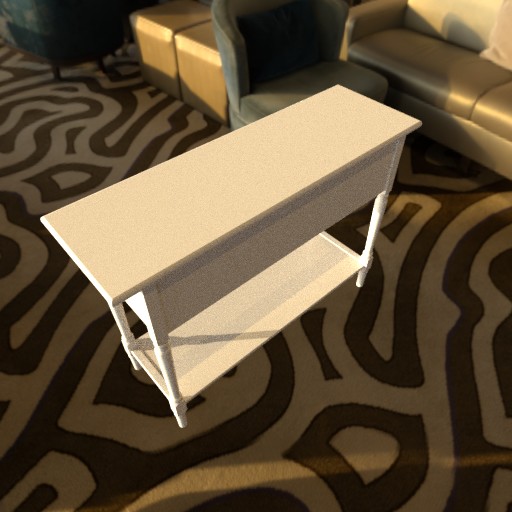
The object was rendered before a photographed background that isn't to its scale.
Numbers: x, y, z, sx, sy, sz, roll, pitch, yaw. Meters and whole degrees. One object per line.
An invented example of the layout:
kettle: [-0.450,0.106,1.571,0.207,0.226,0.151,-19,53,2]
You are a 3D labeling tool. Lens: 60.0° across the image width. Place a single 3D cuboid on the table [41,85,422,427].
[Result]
table: [0.000,0.000,1.638,1.191,0.814,0.386,-32,54,-28]
